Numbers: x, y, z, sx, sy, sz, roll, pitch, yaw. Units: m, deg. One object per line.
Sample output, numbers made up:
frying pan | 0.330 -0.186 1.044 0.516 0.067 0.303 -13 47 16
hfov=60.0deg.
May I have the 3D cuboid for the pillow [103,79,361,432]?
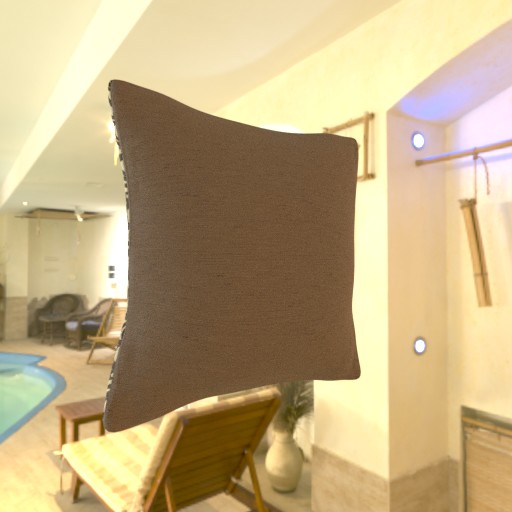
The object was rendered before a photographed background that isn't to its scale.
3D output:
pillow | 0.000 0.000 0.643 0.436 0.417 0.148 1 -2 -35
